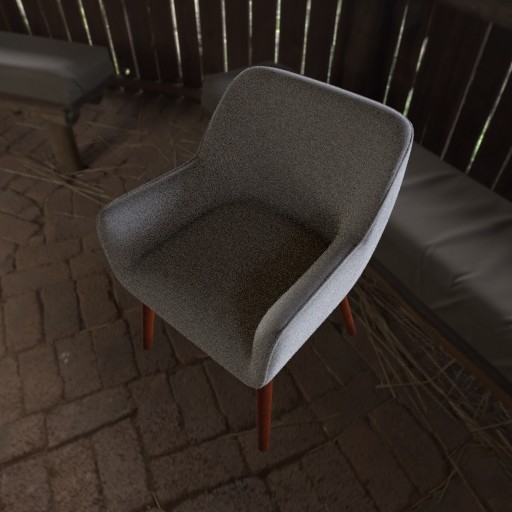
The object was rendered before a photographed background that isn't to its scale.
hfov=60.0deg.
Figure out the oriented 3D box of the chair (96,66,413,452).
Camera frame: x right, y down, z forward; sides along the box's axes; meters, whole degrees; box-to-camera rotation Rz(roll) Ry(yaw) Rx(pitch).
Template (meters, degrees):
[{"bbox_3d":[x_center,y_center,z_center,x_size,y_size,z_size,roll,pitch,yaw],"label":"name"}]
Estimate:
[{"bbox_3d":[0.000,0.000,1.271,0.610,0.813,0.610,31,53,27],"label":"chair"}]
